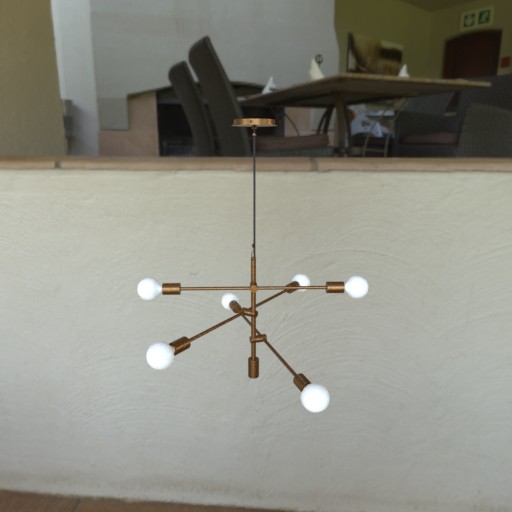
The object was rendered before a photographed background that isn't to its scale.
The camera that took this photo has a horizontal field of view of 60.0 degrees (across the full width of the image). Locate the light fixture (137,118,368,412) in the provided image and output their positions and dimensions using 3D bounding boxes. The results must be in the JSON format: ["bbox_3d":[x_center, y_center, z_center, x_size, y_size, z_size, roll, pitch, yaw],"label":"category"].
[{"bbox_3d":[0.000,0.000,1.264,0.637,0.744,0.682,2,14,9],"label":"light fixture"}]
